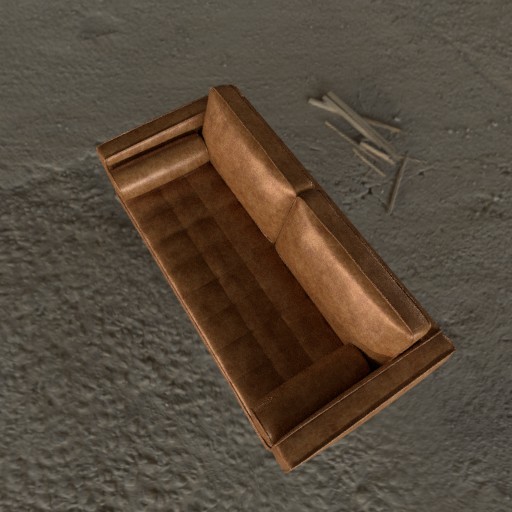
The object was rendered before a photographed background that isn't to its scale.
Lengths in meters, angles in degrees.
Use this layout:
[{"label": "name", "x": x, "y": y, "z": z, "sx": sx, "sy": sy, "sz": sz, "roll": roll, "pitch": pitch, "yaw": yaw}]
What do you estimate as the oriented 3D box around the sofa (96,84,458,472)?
[{"label": "sofa", "x": 0.000, "y": 0.000, "z": 2.354, "sx": 0.924, "sy": 0.825, "sz": 1.920, "roll": -30, "pitch": 67, "yaw": -14}]
